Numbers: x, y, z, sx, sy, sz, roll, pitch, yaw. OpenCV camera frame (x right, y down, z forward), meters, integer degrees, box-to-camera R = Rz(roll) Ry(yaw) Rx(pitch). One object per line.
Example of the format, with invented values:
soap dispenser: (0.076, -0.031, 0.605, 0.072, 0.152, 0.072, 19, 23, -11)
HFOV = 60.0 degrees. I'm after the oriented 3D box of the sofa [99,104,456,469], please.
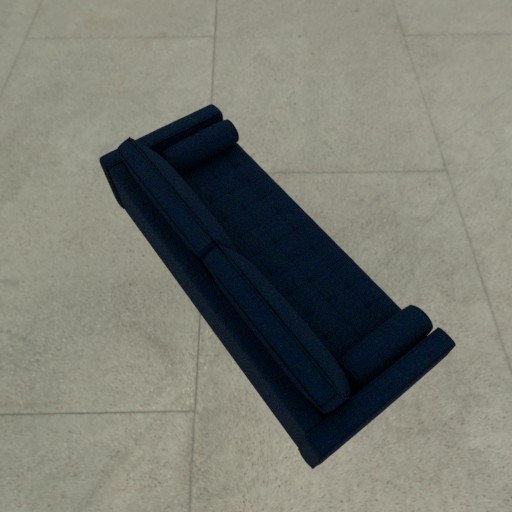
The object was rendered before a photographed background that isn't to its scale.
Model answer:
sofa: (0.000, 0.000, 2.681, 0.914, 0.762, 2.210, -32, 64, -18)
